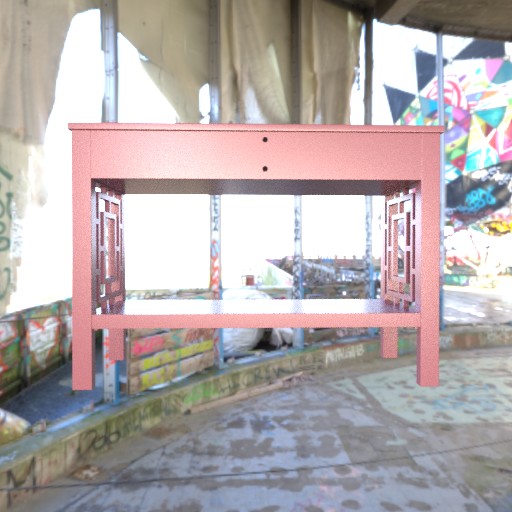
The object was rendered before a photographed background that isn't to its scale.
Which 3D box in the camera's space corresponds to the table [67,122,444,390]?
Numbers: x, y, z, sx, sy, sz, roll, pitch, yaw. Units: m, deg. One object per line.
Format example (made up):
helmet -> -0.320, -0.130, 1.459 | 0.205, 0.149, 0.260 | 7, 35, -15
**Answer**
table -> 0.000, 0.000, 1.455 | 1.068, 0.753, 0.397 | 0, 1, -2
